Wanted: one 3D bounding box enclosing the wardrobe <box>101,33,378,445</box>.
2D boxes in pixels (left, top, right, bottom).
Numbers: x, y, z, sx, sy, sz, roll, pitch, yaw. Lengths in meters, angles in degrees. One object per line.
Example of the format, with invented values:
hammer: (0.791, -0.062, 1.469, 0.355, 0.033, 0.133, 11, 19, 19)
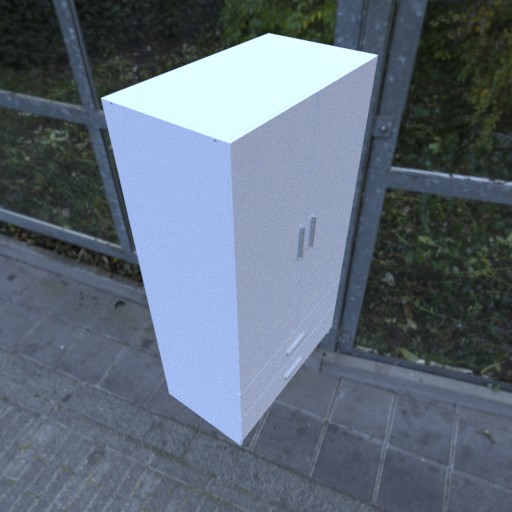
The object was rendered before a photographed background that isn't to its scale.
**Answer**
wardrobe: (0.000, 0.000, 2.263, 0.577, 1.808, 0.991, 26, 47, 27)
